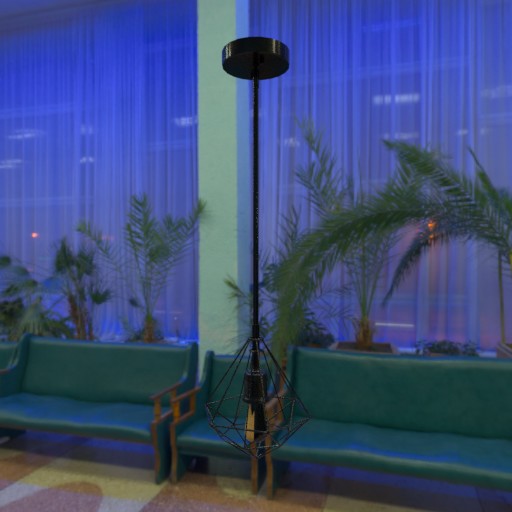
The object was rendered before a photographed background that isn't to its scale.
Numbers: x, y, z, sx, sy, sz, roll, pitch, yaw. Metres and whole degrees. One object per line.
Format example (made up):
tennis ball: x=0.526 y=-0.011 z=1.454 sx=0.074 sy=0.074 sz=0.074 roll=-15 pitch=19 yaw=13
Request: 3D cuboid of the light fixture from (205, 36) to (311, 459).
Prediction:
light fixture: x=0.000 y=0.000 z=1.928 sx=0.487 sy=1.764 sz=0.431 roll=0 pitch=0 yaw=19
